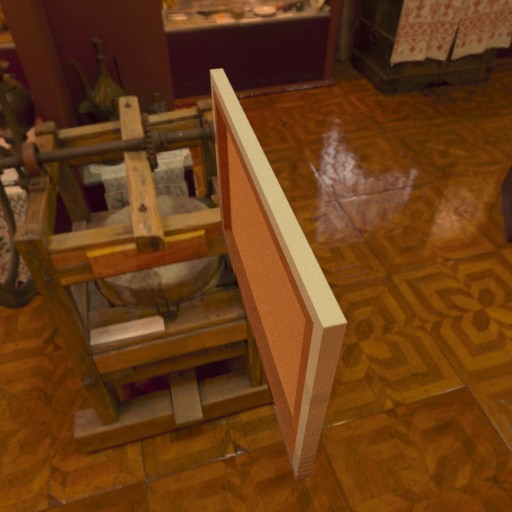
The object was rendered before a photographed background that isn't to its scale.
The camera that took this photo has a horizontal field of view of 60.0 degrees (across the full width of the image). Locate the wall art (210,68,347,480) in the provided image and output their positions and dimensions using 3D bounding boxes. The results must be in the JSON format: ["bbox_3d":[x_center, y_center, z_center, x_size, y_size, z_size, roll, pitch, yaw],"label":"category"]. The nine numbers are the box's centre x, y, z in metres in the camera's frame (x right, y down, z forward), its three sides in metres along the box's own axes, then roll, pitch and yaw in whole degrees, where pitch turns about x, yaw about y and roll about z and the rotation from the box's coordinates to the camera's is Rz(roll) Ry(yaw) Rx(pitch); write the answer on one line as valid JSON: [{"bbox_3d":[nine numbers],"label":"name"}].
[{"bbox_3d":[0.000,0.000,1.152,0.037,0.609,0.916,-10,46,-10],"label":"wall art"}]
